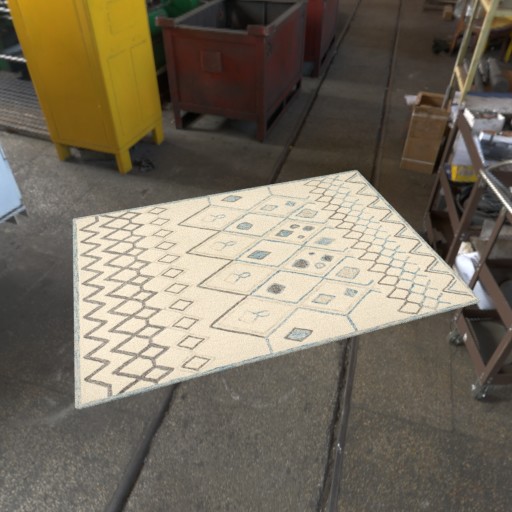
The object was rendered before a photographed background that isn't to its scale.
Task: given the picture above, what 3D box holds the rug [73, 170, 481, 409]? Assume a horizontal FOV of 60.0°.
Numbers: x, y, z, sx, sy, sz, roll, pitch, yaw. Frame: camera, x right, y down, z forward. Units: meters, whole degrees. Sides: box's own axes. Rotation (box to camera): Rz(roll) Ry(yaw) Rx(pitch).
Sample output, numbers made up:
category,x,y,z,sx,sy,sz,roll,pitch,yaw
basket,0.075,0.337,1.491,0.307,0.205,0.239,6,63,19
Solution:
category,x,y,z,sx,sy,sz,roll,pitch,yaw
rug,0.000,0.000,2.318,1.820,0.009,1.260,-12,42,-13
